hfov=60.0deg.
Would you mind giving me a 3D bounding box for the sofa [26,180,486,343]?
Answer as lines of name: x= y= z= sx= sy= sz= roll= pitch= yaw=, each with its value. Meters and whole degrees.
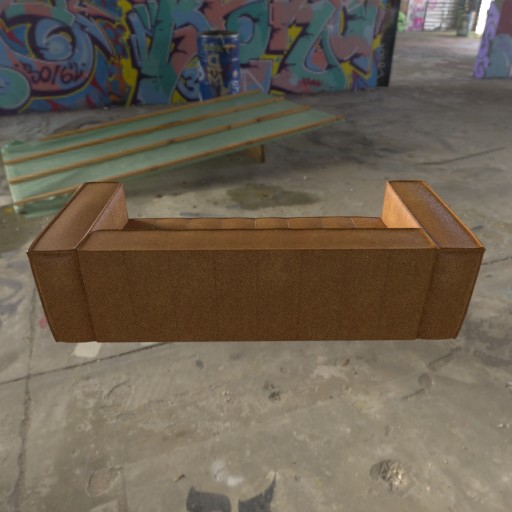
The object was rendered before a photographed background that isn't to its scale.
sofa: x=0.000 y=0.000 z=3.030 sx=2.581 sy=0.701 sz=1.102 roll=0 pitch=31 yaw=-1
